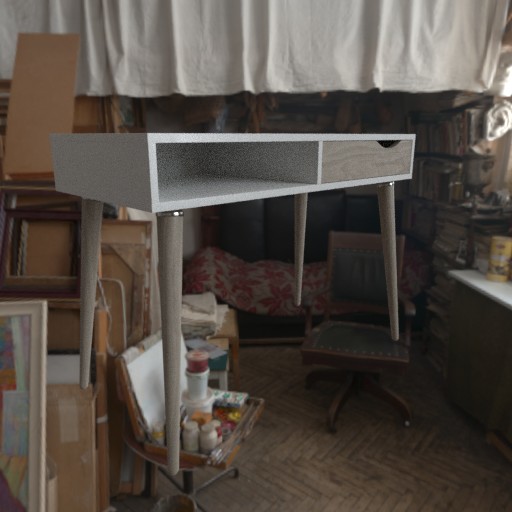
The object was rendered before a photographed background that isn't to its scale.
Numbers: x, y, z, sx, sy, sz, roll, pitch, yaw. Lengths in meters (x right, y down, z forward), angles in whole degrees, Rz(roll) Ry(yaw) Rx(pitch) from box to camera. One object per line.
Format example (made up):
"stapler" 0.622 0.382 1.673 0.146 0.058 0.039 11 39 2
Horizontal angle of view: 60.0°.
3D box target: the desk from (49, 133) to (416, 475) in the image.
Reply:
"desk" 0.000 0.000 1.363 0.979 0.723 0.491 -14 21 -42
